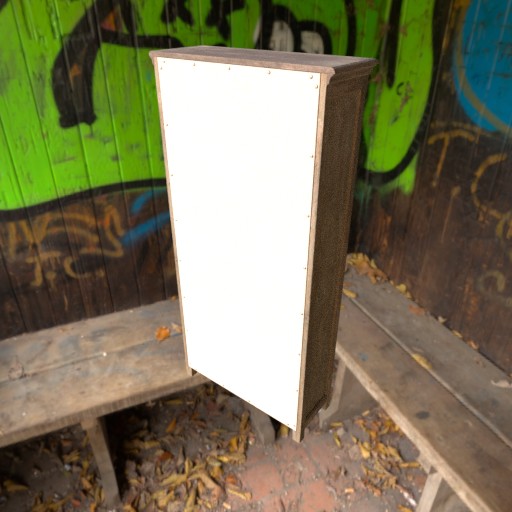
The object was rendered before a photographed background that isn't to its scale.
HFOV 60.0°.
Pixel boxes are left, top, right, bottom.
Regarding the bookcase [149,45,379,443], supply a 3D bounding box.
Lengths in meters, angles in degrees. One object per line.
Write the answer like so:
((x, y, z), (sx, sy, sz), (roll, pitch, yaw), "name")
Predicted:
((0.000, 0.000, 2.258), (0.906, 1.880, 0.348), (21, 36, 32), "bookcase")
